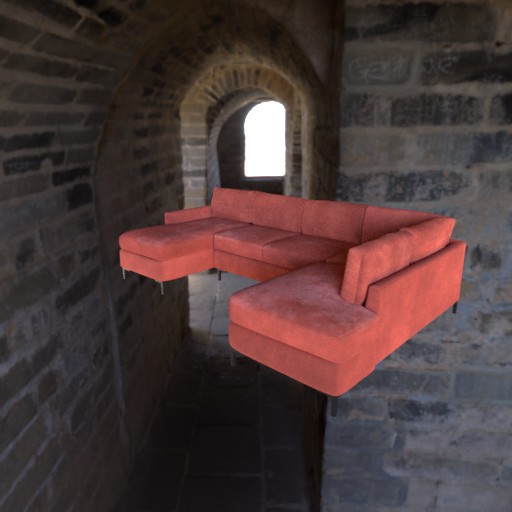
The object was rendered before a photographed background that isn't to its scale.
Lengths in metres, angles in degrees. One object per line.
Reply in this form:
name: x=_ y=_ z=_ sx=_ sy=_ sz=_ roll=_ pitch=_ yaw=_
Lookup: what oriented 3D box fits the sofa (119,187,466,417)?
sofa: x=0.000 y=0.000 z=3.911 sx=2.971 sy=0.858 sz=1.981 roll=14 pitch=21 yaw=41
